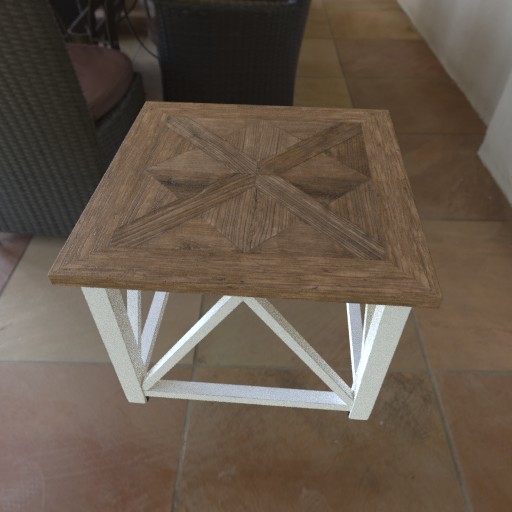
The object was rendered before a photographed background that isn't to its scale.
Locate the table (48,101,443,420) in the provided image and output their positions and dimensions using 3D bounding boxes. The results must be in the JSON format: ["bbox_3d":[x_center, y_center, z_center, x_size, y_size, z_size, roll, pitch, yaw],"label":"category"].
[{"bbox_3d":[0.000,0.000,1.214,0.700,0.532,0.700,3,44,3],"label":"table"}]
